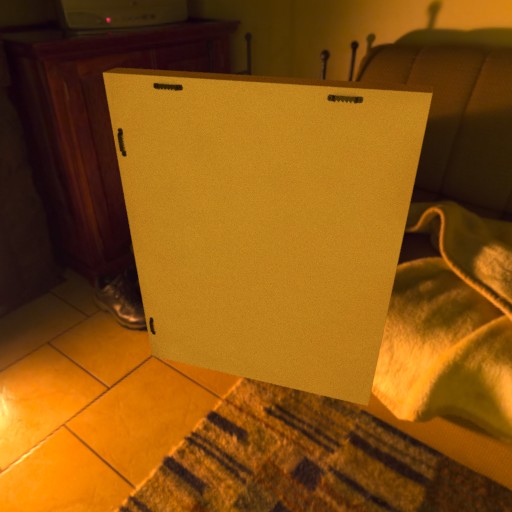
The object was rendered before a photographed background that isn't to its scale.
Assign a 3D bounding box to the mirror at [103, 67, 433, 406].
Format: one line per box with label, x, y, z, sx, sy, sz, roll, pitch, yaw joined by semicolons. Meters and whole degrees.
mirror;0.000;0.000;0.674;0.406;0.509;0.041;9;34;14
